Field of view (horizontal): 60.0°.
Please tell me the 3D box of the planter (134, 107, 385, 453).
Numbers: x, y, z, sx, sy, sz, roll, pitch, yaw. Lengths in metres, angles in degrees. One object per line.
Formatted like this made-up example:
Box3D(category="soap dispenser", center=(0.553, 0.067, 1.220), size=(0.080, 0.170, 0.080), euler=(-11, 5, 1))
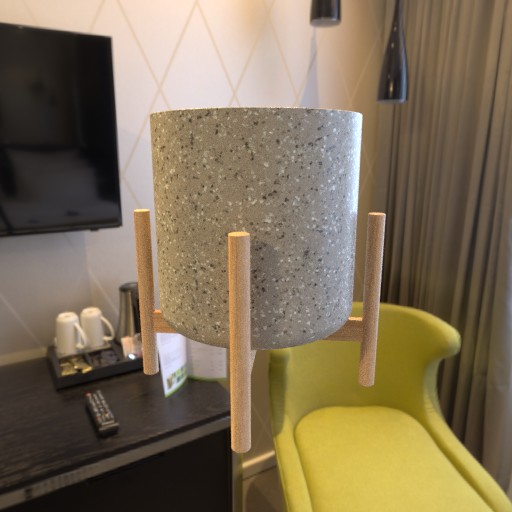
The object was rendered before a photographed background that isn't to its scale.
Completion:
Box3D(category="planter", center=(0.000, 0.000, 0.697), size=(0.360, 0.419, 0.360), euler=(7, 15, 28))
